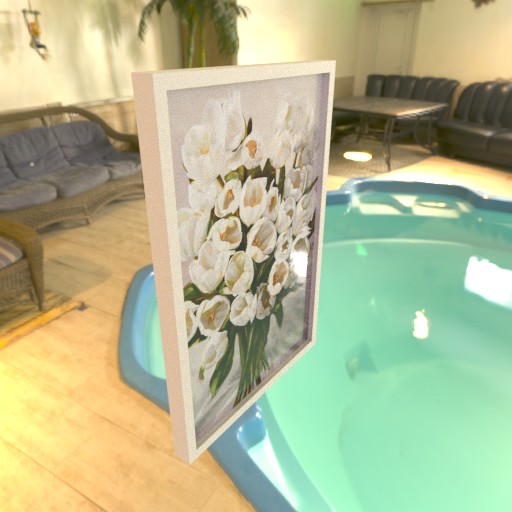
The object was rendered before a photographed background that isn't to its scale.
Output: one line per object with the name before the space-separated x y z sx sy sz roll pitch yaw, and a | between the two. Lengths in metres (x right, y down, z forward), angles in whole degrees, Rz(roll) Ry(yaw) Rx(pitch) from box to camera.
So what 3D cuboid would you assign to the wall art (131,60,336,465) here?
wall art | 0.000 0.000 0.540 0.025 0.428 0.293 18 32 33
